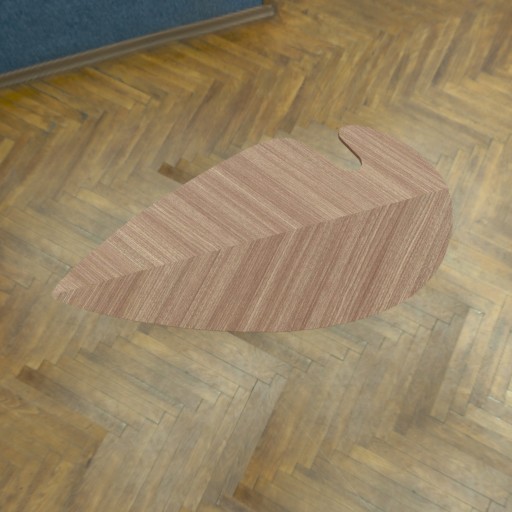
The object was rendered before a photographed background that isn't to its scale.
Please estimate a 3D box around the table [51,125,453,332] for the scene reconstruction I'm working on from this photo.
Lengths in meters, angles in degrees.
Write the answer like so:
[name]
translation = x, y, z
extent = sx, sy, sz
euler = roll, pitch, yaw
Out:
[table]
translation = 0.000, 0.000, 1.463
extent = 1.199, 0.360, 0.598
euler = -15, 76, -4
